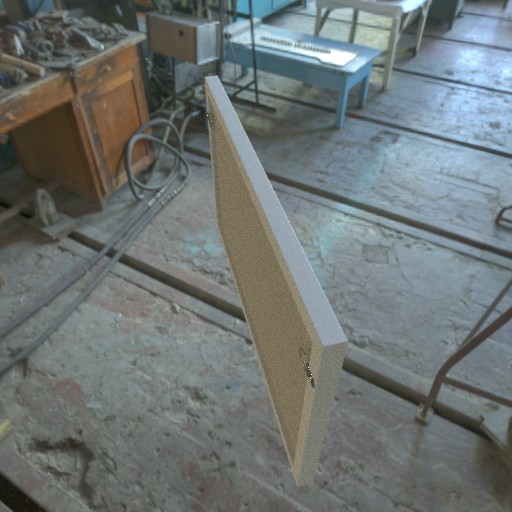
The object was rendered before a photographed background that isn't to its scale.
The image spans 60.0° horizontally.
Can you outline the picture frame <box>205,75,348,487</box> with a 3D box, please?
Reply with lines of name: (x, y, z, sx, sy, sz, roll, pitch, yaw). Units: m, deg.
picture frame: (0.000, 0.000, 0.778, 0.044, 0.379, 0.647, -10, 45, -10)
